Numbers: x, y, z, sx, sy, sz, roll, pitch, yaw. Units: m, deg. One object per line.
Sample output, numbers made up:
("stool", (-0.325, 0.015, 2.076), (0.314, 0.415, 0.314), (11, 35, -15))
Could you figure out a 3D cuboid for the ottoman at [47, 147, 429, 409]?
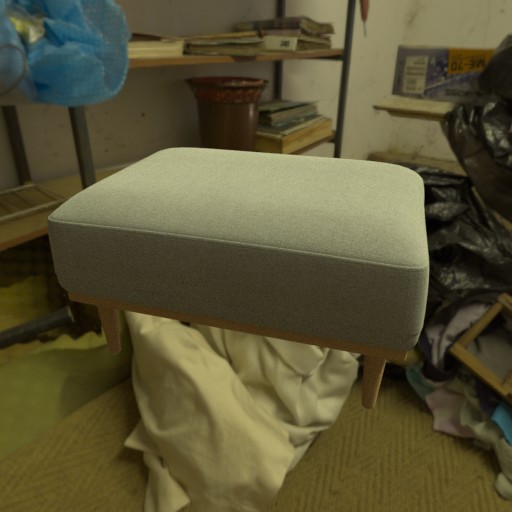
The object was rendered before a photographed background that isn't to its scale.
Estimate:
("ottoman", (0.000, 0.000, 1.080), (0.749, 0.428, 0.549), (8, 28, 15))
